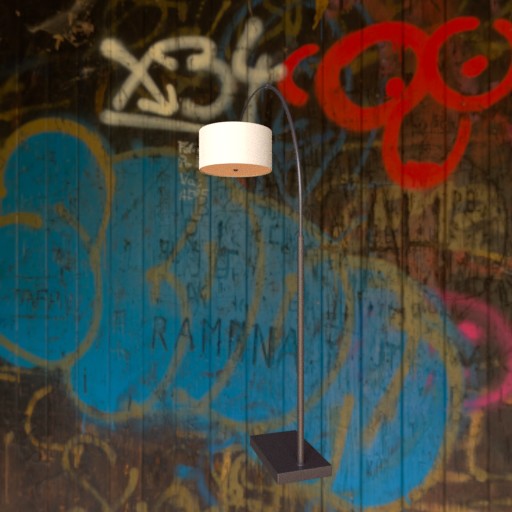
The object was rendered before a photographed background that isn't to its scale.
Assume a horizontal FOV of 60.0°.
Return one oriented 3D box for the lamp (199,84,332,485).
[{"bbox_3d":[0.000,0.000,2.580,0.493,1.927,1.424,0,0,-17],"label":"lamp"}]
